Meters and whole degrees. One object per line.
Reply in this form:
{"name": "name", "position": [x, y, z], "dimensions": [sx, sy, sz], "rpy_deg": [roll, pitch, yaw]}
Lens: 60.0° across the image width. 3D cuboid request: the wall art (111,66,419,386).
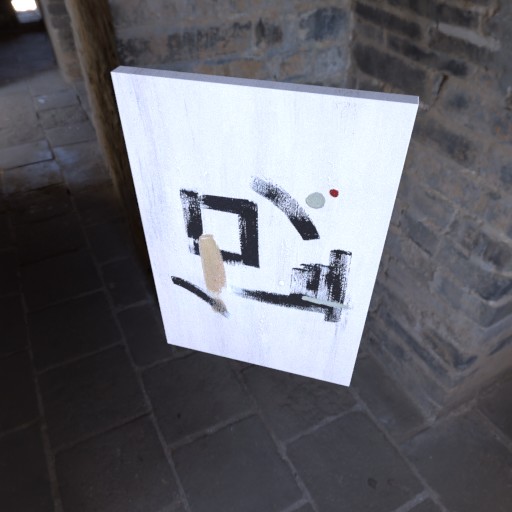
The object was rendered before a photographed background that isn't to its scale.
{"name": "wall art", "position": [0.000, 0.000, 1.183], "dimensions": [0.624, 0.914, 0.043], "rpy_deg": [11, 42, 12]}
